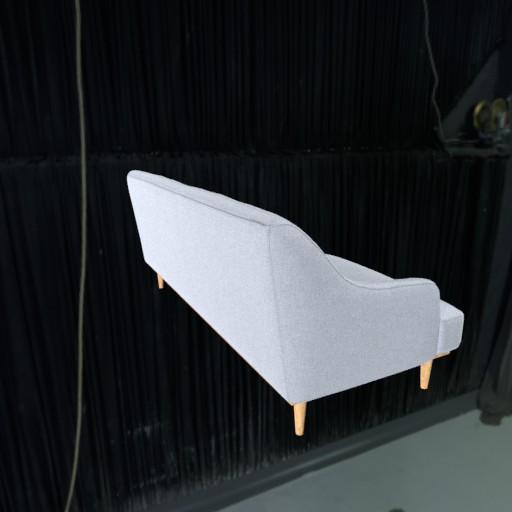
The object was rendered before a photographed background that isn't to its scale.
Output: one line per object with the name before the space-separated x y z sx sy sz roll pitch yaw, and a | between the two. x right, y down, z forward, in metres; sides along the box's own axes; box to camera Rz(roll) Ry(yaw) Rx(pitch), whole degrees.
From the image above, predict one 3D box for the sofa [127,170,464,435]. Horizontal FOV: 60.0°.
sofa | 0.000 0.000 2.521 0.978 0.871 2.057 -8 18 -27
